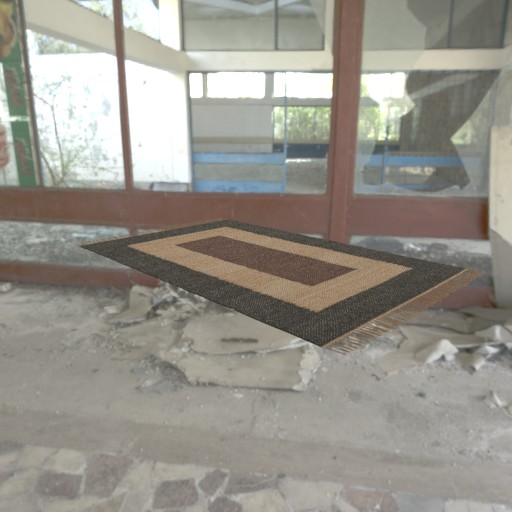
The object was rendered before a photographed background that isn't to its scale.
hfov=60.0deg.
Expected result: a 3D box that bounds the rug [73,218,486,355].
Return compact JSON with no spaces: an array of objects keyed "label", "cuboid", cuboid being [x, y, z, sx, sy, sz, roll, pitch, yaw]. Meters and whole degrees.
[{"label":"rug","cuboid":[0.000,0.000,1.874,0.920,0.013,1.541,-15,22,-43]}]
